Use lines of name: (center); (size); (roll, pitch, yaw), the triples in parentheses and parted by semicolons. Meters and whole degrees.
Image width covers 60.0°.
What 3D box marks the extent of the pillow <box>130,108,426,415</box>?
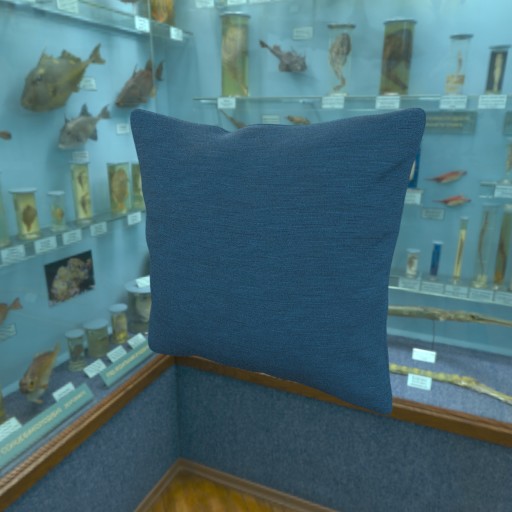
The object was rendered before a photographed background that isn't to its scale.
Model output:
pillow: (0.000, 0.000, 0.663); (0.437, 0.420, 0.177); (8, 19, 25)
